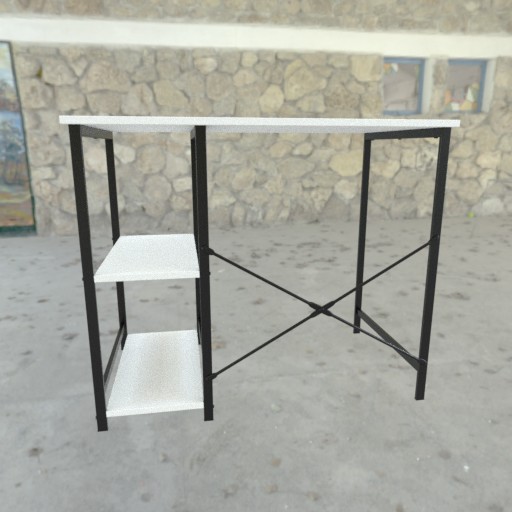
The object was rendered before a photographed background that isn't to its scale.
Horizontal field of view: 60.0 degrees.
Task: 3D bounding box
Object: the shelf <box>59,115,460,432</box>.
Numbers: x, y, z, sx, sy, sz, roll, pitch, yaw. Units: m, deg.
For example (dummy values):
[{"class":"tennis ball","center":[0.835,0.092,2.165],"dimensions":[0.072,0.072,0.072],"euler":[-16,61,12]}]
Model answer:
[{"class":"shelf","center":[0.000,0.000,1.309],"dimensions":[0.902,0.750,0.498],"euler":[-2,14,-9]}]
